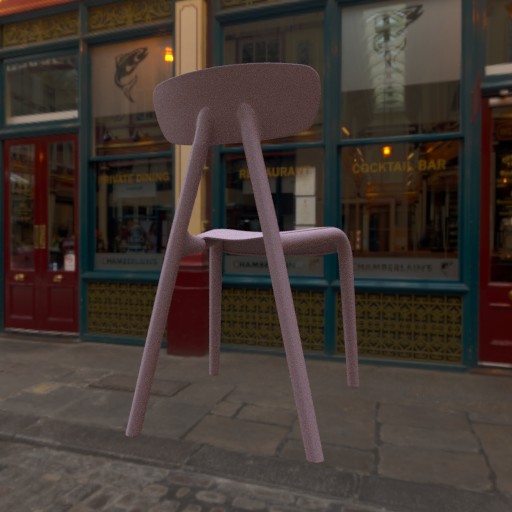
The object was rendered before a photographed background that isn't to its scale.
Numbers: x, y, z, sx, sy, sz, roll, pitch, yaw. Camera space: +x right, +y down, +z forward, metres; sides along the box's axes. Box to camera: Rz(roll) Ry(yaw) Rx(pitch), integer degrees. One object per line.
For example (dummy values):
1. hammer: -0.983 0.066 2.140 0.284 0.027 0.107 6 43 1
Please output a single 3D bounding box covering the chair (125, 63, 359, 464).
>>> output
1. chair: 0.000 0.000 0.849 0.356 0.580 0.401 0 0 18
